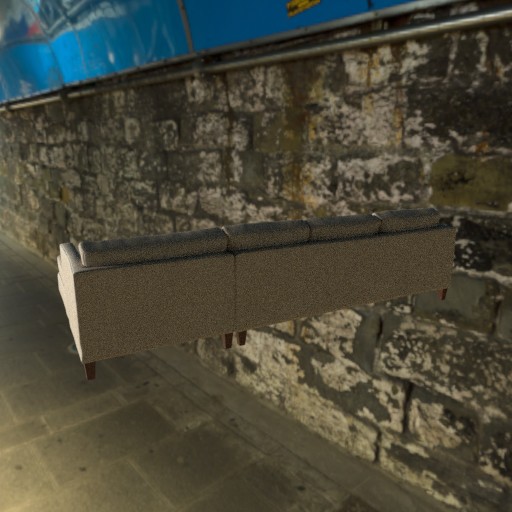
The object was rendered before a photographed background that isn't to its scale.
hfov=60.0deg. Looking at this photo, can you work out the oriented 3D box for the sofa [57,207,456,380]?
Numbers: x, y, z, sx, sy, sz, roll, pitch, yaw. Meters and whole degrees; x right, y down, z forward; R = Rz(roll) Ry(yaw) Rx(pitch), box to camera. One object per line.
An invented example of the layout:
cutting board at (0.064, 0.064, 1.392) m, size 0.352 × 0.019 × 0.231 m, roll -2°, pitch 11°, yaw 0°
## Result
sofa at (0.000, 0.000, 3.959) m, size 3.186 × 0.846 × 1.625 m, roll -7°, pitch 16°, yaw -27°
